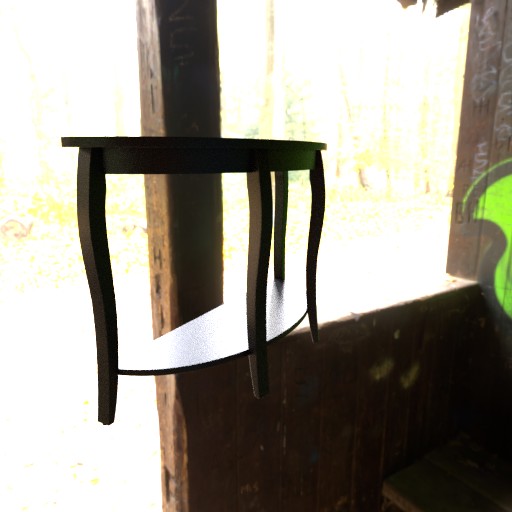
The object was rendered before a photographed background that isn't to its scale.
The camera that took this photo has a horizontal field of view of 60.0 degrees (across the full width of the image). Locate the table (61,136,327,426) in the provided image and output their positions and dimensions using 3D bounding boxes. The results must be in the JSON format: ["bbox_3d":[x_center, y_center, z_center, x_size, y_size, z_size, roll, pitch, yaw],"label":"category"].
[{"bbox_3d":[0.000,0.000,1.570,0.394,0.780,1.219,7,14,28],"label":"table"}]
